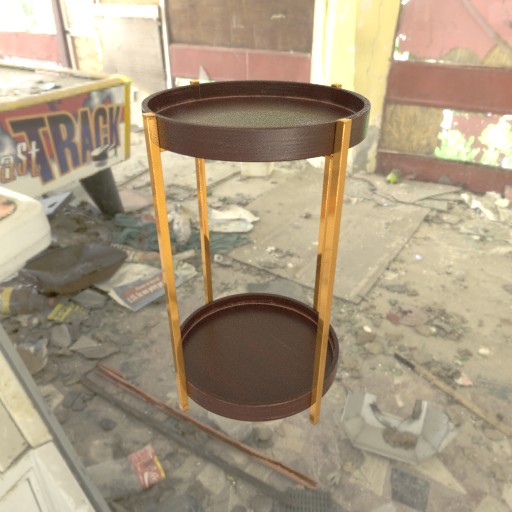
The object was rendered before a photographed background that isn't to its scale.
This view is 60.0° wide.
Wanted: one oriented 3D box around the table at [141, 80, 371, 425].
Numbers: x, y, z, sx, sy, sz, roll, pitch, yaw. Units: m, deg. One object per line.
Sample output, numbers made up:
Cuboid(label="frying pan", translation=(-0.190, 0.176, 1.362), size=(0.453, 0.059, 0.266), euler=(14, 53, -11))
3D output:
Cuboid(label="table", translation=(0.000, 0.000, 0.884), size=(0.400, 0.610, 0.400), euler=(-22, 37, -32))
